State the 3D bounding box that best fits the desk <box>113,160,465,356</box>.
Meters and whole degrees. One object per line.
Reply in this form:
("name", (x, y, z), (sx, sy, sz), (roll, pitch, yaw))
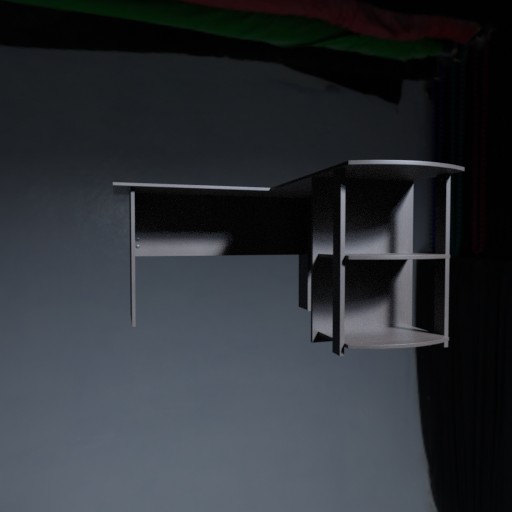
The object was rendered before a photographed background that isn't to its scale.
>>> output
("desk", (0.000, 0.000, 2.119), (1.303, 0.716, 1.361), (-1, 2, -17))
